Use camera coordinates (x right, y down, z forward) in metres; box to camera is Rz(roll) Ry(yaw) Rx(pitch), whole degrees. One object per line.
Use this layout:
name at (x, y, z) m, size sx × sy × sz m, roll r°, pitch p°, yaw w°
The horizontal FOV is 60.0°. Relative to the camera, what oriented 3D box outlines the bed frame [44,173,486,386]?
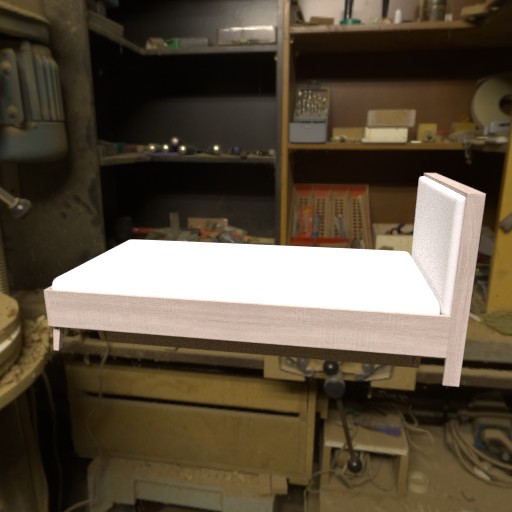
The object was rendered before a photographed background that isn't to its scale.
bed frame at (0.000, 0.000, 2.639) m, size 2.140 × 0.920 × 0.990 m, roll 3°, pitch 16°, yaw 10°
